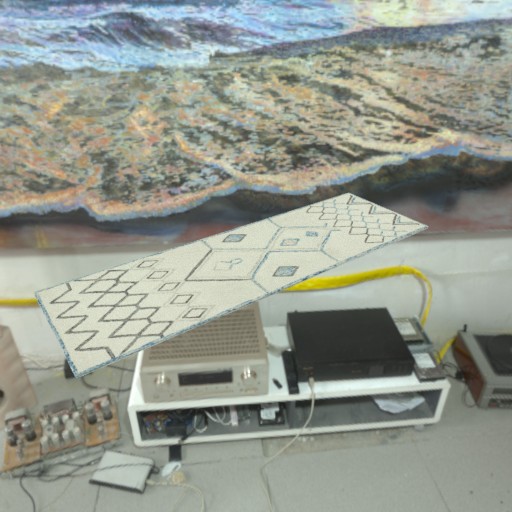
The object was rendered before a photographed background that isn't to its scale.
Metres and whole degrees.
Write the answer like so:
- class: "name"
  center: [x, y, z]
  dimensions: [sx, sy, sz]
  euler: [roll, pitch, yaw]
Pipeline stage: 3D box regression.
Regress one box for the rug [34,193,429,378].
- class: "rug"
  center: [0.000, 0.000, 2.760]
  dimensions: [2.434, 0.013, 0.770]
  euler: [-20, 36, -30]
